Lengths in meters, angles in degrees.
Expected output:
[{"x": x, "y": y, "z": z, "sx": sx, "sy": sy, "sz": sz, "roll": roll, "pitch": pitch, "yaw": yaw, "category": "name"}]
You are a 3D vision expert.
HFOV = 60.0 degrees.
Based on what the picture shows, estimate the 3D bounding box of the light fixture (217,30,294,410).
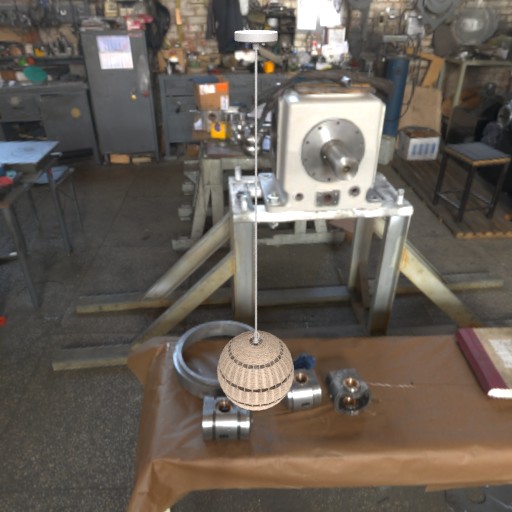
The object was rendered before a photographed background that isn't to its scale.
[{"x": 0.000, "y": 0.000, "z": 2.234, "sx": 0.457, "sy": 2.019, "sz": 0.457, "roll": -21, "pitch": 37, "yaw": -31, "category": "light fixture"}]
